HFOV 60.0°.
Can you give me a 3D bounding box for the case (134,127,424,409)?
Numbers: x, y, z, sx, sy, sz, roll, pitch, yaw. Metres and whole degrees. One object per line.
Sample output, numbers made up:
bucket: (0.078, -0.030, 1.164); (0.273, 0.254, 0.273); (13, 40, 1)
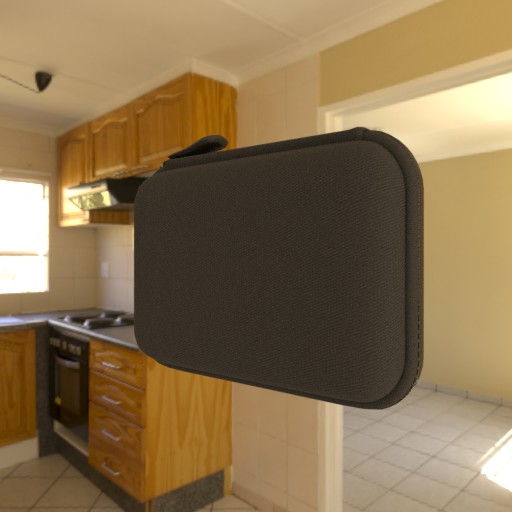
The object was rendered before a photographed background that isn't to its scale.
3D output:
case: (0.000, 0.000, 0.181); (0.132, 0.105, 0.038); (0, 0, 36)
